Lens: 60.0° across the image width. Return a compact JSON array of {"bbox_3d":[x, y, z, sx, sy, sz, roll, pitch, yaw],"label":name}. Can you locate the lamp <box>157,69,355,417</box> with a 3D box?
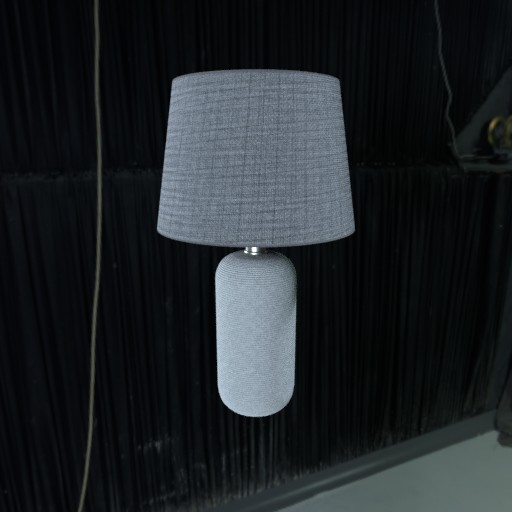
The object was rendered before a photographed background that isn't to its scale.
[{"bbox_3d":[0.000,0.000,0.586,0.251,0.429,0.251,0,14,0],"label":"lamp"}]
